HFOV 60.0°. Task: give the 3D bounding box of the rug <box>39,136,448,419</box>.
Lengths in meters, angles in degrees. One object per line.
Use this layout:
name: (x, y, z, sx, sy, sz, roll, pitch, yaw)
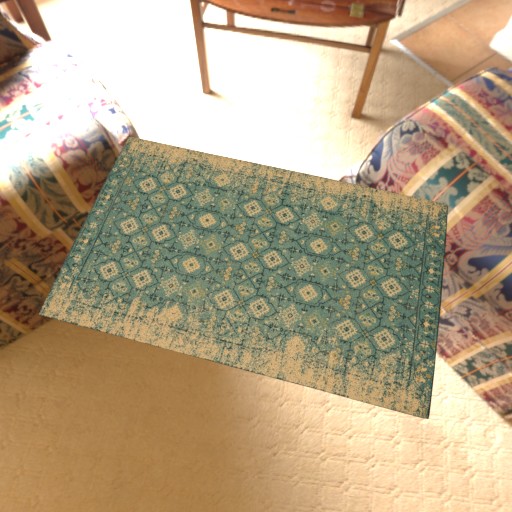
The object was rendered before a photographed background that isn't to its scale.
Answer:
rug: (0.000, 0.000, 2.179, 1.795, 0.008, 1.102, 13, 64, 7)
